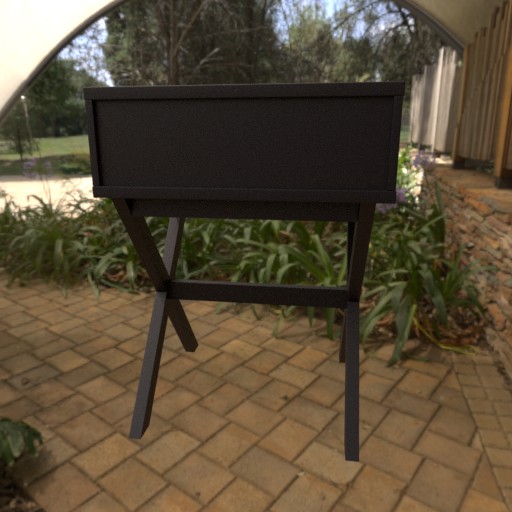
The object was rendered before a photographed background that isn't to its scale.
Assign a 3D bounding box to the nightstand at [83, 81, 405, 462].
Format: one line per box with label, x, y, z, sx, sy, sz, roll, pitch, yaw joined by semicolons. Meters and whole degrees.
nightstand;0.000;0.000;0.918;0.479;0.623;0.402;2;15;8
